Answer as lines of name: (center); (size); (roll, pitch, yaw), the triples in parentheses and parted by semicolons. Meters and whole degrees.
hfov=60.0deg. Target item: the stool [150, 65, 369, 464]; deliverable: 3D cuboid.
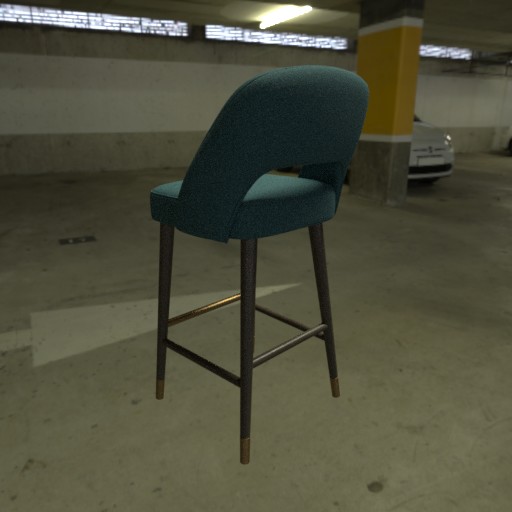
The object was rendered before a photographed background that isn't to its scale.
stool: (0.000, 0.000, 1.346); (0.522, 1.032, 0.536); (17, 24, 42)
